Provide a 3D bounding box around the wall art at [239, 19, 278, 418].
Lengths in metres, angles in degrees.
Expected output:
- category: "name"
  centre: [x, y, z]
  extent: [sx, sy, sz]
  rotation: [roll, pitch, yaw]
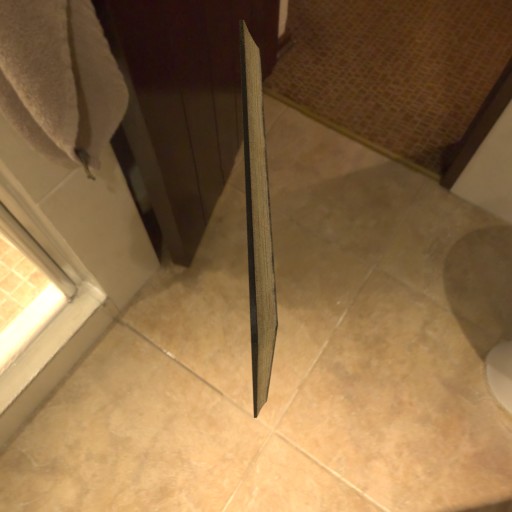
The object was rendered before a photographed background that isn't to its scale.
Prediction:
- category: "wall art"
  centre: [0.000, 0.000, 0.629]
  extent: [0.023, 0.457, 0.381]
  rotation: [-2, 63, -1]
